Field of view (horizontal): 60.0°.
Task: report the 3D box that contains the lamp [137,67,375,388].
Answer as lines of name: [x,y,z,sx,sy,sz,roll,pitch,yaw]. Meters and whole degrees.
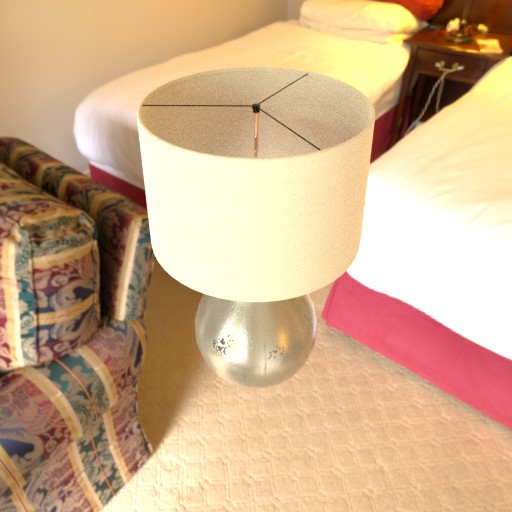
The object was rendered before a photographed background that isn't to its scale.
lamp: [0.000,0.000,0.748,0.330,0.521,0.330,0,40,0]
